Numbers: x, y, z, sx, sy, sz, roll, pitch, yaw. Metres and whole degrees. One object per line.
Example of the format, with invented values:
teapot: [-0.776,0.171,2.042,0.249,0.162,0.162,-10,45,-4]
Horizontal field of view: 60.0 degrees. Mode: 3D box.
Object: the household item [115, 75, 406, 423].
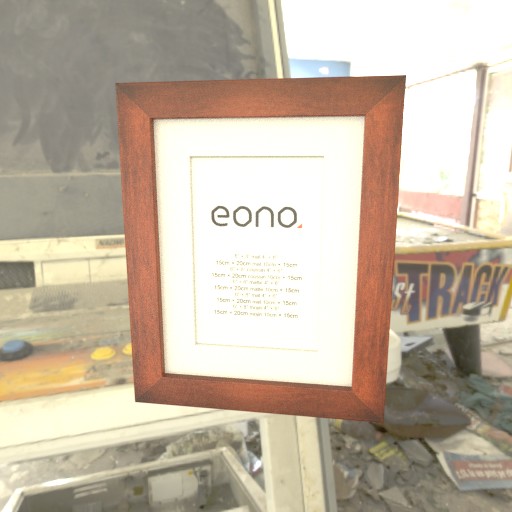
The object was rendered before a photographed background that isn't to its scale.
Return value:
household item: [0.000,0.000,0.337,0.200,0.250,0.020,2,12,8]
